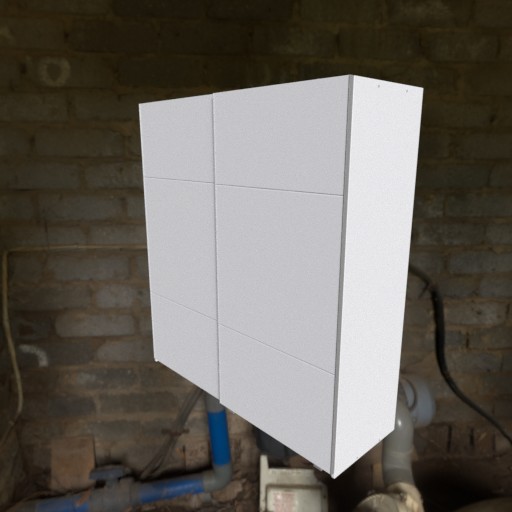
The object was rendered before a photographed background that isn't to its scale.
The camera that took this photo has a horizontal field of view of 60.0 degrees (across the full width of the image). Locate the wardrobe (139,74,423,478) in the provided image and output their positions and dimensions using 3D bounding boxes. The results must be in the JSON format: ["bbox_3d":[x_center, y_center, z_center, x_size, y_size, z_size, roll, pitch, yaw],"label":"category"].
[{"bbox_3d":[0.000,0.000,2.876,0.629,1.960,1.780,-13,19,-42],"label":"wardrobe"}]
